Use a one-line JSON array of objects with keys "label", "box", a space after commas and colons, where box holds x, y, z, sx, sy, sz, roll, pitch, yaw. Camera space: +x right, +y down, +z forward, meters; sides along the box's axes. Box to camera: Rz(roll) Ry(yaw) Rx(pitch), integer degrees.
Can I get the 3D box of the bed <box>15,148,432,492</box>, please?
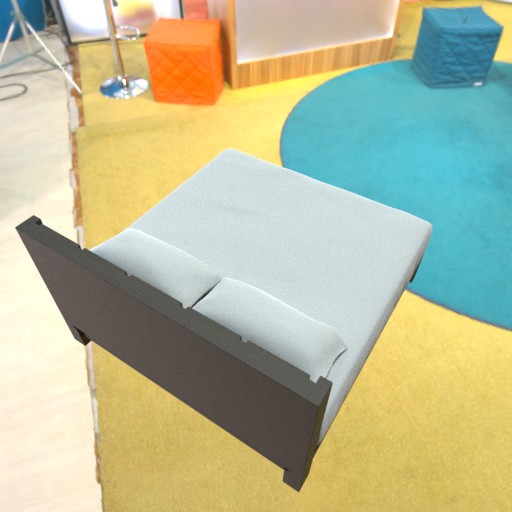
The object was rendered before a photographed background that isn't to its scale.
[{"label": "bed", "box": [0.000, 0.000, 3.464, 2.143, 1.261, 2.238, 25, 52, 22]}]
